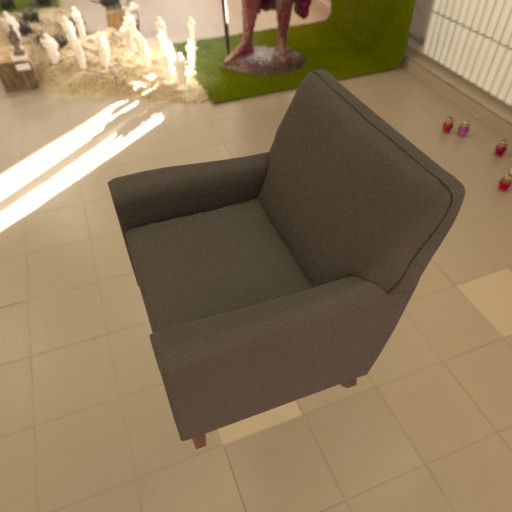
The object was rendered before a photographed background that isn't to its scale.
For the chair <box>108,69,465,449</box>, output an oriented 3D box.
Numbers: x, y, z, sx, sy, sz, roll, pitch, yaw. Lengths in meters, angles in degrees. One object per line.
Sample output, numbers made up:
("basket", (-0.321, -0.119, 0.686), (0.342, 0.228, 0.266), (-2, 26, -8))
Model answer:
("chair", (0.000, 0.000, 1.550), (0.831, 0.911, 0.836), (-16, 48, -15))
